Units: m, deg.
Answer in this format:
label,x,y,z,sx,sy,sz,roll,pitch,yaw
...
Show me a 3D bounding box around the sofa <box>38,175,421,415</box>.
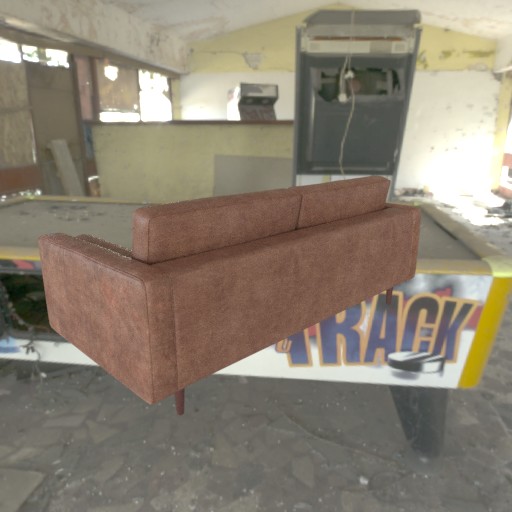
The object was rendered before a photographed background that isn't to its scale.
label,x,y,z,sx,sy,sz,roll,pitch,yaw
sofa,0.000,0.000,2.315,1.870,0.760,0.910,-15,22,-43
